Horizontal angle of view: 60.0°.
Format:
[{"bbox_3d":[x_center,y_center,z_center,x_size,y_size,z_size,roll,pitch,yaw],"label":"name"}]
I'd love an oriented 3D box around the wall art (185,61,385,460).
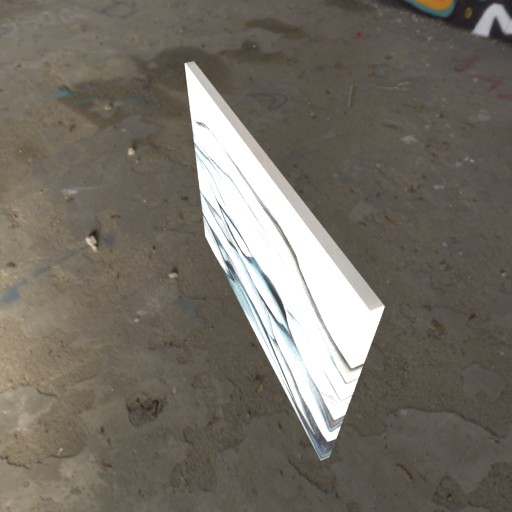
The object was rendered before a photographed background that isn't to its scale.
[{"bbox_3d":[0.000,0.000,1.609,0.039,0.915,1.219,-18,50,-16],"label":"wall art"}]
